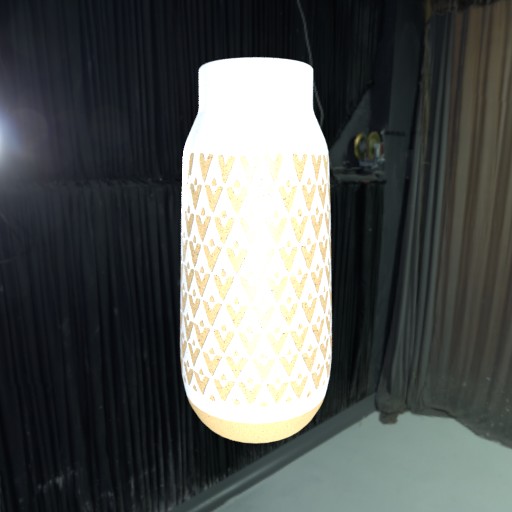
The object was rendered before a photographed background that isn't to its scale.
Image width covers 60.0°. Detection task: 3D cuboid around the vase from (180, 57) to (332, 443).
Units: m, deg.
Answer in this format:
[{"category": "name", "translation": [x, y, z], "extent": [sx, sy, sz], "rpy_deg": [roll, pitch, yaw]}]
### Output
[{"category": "vase", "translation": [0.000, 0.000, 0.388], "extent": [0.137, 0.307, 0.137], "rpy_deg": [0, 13, 0]}]
